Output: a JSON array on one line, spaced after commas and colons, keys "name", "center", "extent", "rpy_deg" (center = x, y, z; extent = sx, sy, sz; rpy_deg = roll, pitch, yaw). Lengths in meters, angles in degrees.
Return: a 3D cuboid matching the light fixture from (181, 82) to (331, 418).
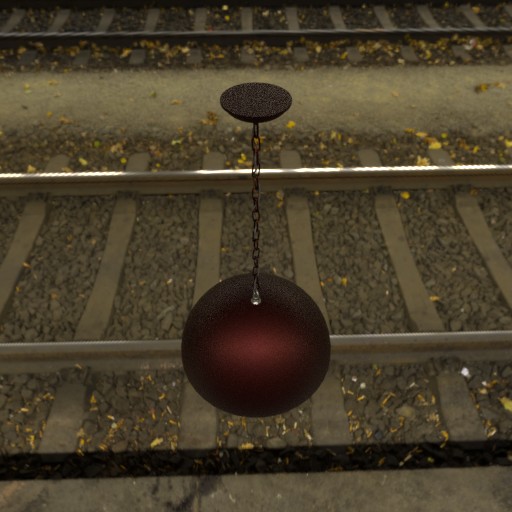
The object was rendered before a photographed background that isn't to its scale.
[{"name": "light fixture", "center": [0.000, 0.000, 1.162], "extent": [0.492, 0.869, 0.492], "rpy_deg": [-17, 49, -16]}]
